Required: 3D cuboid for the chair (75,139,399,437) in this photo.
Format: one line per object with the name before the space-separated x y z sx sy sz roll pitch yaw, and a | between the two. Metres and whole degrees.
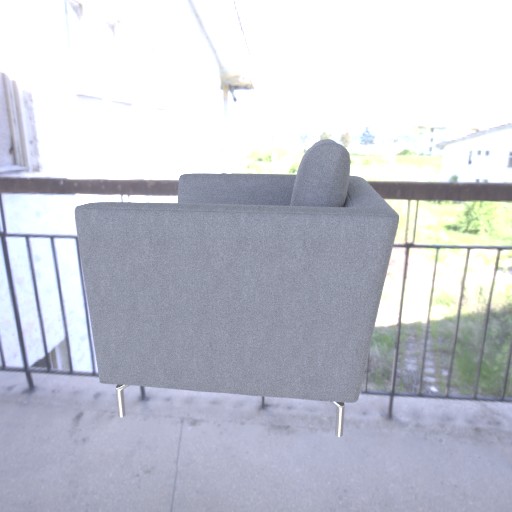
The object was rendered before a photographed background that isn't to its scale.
chair | 0.000 0.000 1.707 0.889 0.864 1.041 2 16 8
